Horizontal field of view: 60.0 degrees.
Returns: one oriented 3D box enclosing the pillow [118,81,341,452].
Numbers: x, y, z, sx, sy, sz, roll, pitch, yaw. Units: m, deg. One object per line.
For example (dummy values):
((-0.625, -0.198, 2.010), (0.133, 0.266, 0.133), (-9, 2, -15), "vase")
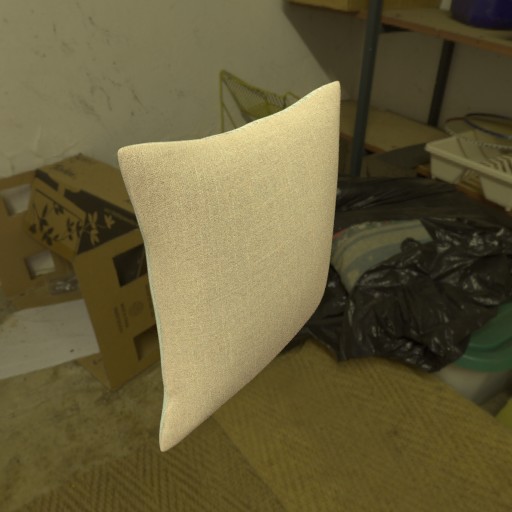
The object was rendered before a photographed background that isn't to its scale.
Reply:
((0.000, 0.000, 0.768), (0.178, 0.506, 0.512), (21, 37, 30), "pillow")
